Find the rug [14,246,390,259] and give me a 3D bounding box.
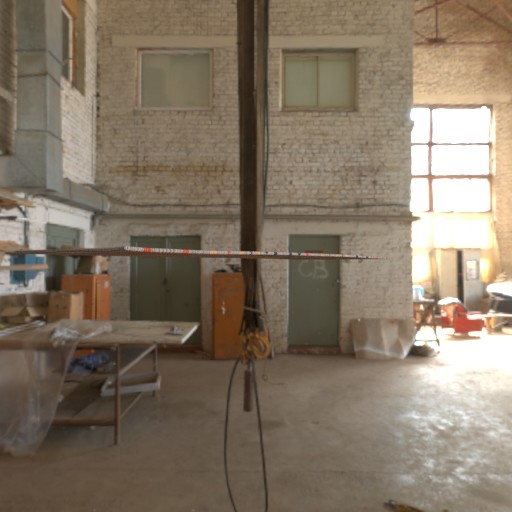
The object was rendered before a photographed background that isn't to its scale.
[{"bbox_3d":[0.000,0.000,2.596,0.744,0.022,2.419,-1,-1,37],"label":"rug"}]
